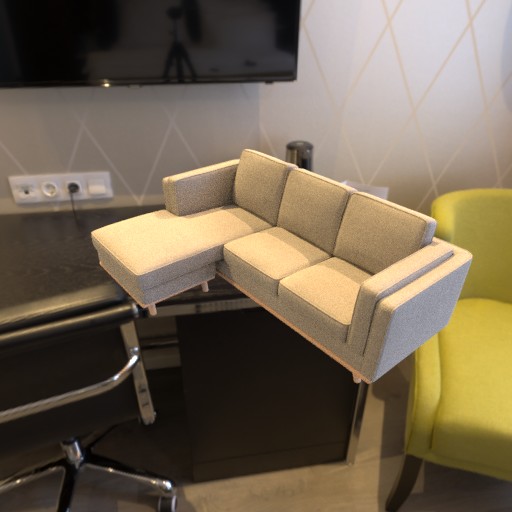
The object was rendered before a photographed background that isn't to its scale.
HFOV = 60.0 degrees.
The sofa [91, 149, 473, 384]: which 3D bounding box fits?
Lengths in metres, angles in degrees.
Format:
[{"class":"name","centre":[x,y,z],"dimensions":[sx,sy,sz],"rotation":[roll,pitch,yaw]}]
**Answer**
[{"class":"sofa","centre":[0.000,0.000,3.249],"dimensions":[1.604,0.929,2.411],"rotation":[-23,38,-33]}]
